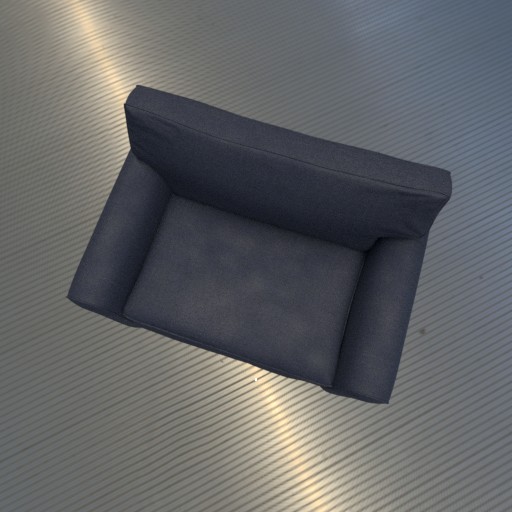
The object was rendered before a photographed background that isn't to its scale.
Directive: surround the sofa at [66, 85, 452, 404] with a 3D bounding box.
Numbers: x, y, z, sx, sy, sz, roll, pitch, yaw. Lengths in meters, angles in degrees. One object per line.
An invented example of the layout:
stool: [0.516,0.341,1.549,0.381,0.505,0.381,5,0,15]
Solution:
sofa: [0.000,0.000,2.029,1.405,1.004,0.938,17,75,5]
